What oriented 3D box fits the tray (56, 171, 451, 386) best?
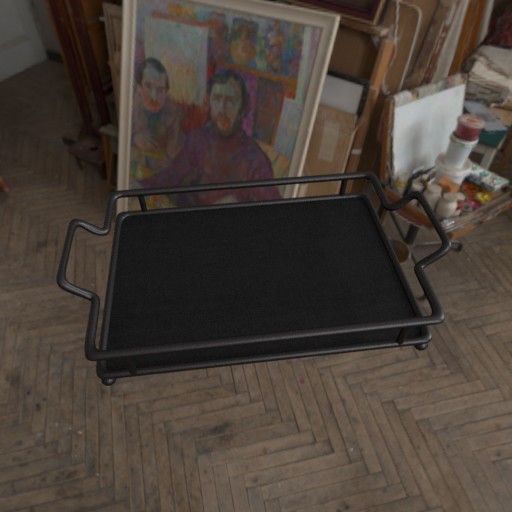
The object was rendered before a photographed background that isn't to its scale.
[{"bbox_3d":[0.000,0.000,0.617,0.495,0.101,0.297,-5,48,-5],"label":"tray"}]
